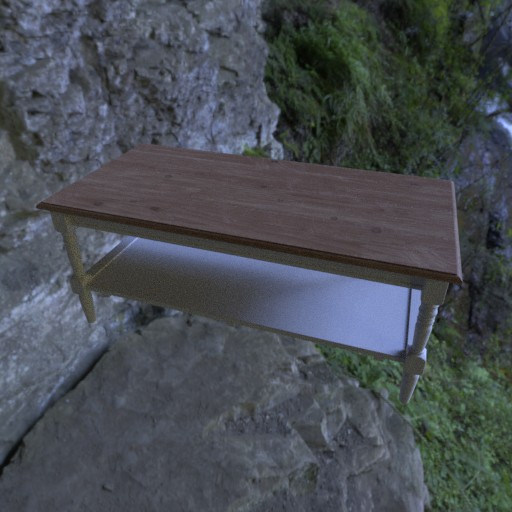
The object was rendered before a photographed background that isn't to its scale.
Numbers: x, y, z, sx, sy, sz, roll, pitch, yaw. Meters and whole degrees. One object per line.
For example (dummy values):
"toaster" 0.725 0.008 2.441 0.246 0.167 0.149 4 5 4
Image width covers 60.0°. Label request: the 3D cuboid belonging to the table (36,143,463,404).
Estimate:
"table" 0.000 0.000 1.431 1.118 0.458 0.559 10 34 16
